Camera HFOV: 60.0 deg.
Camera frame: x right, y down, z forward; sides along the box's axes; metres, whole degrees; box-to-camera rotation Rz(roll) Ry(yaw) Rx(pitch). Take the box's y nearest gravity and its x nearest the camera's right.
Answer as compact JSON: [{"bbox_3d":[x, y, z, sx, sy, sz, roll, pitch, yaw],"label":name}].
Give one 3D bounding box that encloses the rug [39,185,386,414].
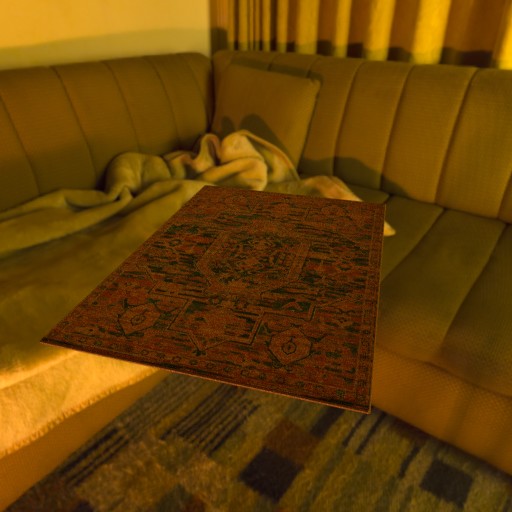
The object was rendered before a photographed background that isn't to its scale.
[{"bbox_3d":[0.000,0.000,2.900,1.588,0.024,2.204,8,31,14],"label":"rug"}]
